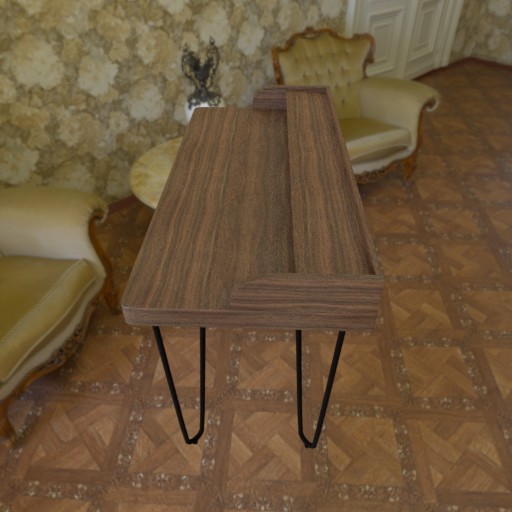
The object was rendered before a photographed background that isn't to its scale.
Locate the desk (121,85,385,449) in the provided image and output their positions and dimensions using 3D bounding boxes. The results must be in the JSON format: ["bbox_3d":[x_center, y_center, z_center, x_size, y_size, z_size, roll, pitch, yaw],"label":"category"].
[{"bbox_3d":[0.000,0.000,1.638,0.565,0.854,1.200,1,39,2],"label":"desk"}]
